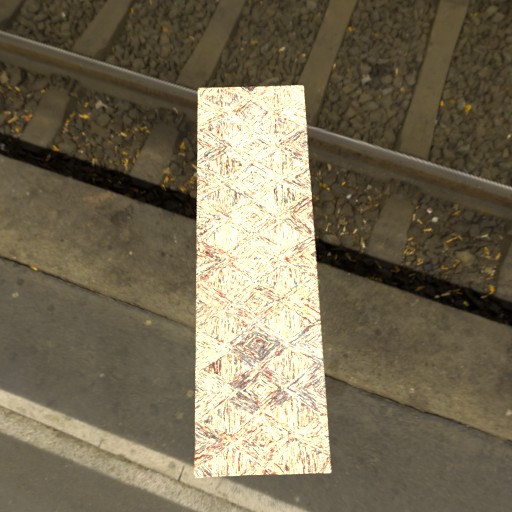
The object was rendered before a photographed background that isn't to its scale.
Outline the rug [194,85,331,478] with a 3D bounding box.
[{"bbox_3d":[0.000,0.000,2.543,0.688,0.015,2.292,-2,73,0],"label":"rug"}]
